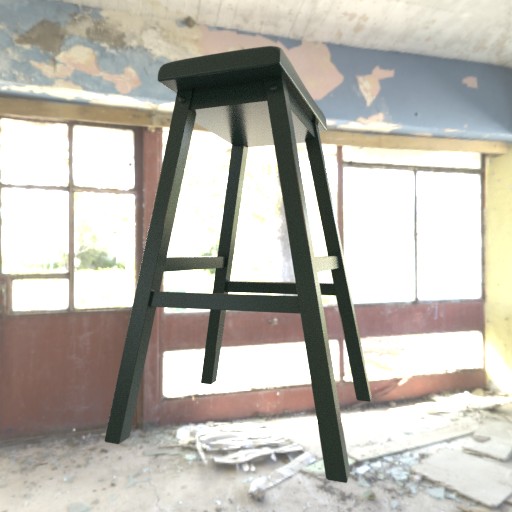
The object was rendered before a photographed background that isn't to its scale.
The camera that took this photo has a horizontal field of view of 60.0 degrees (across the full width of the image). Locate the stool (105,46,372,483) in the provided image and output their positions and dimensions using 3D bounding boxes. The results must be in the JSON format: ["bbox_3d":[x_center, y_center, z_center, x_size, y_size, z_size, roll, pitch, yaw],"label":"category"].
[{"bbox_3d":[0.000,0.000,1.013,0.476,0.737,0.457,0,0,19],"label":"stool"}]
